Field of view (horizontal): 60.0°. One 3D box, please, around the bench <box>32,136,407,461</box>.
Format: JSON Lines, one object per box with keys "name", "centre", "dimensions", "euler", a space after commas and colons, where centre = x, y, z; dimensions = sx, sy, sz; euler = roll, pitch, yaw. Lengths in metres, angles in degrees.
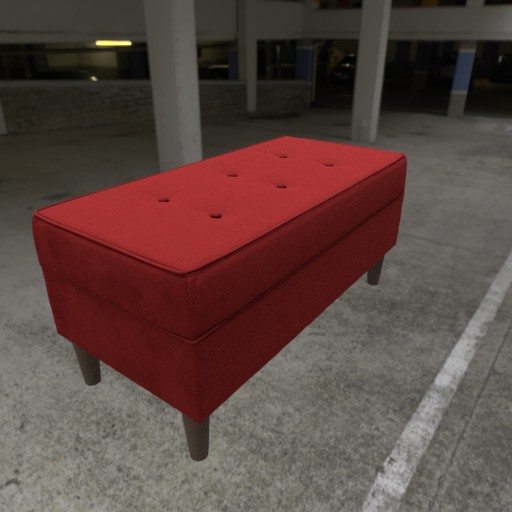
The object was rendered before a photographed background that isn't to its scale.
{"name": "bench", "centre": [0.000, 0.000, 1.275], "dimensions": [0.492, 0.471, 1.016], "euler": [18, 32, 32]}
